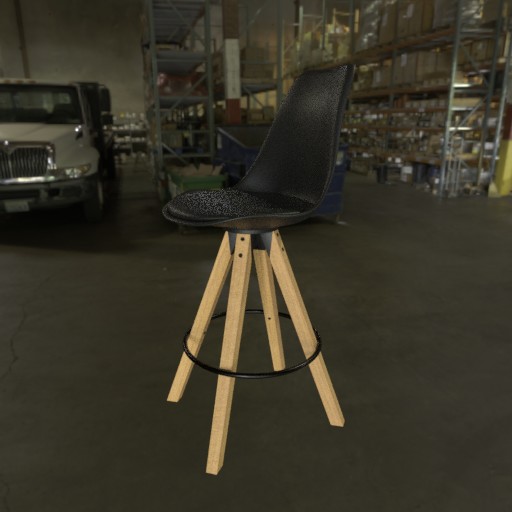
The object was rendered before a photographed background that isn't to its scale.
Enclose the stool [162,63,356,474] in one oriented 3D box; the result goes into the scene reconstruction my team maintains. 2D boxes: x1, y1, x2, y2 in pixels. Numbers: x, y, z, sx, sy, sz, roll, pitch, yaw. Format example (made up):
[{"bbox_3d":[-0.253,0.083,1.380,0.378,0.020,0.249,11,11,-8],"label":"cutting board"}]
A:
[{"bbox_3d":[0.000,0.000,1.378,0.550,1.115,0.485,-9,19,-26],"label":"stool"}]
